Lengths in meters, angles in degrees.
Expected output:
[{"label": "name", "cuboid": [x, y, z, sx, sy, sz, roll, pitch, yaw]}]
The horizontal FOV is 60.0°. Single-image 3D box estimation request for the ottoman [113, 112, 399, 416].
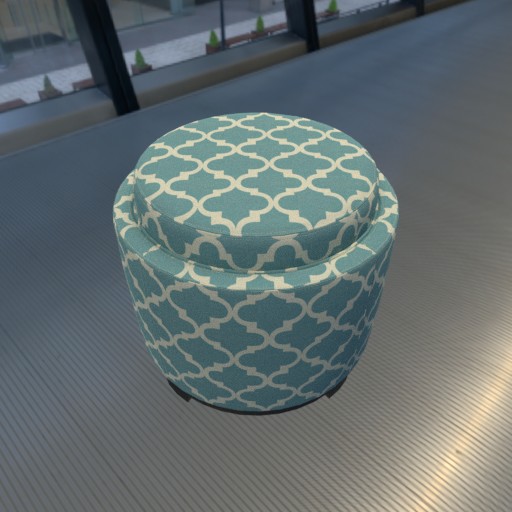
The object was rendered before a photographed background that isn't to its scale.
[{"label": "ottoman", "cuboid": [0.000, 0.000, 0.843, 0.480, 0.429, 0.480, 0, 41, 0]}]
